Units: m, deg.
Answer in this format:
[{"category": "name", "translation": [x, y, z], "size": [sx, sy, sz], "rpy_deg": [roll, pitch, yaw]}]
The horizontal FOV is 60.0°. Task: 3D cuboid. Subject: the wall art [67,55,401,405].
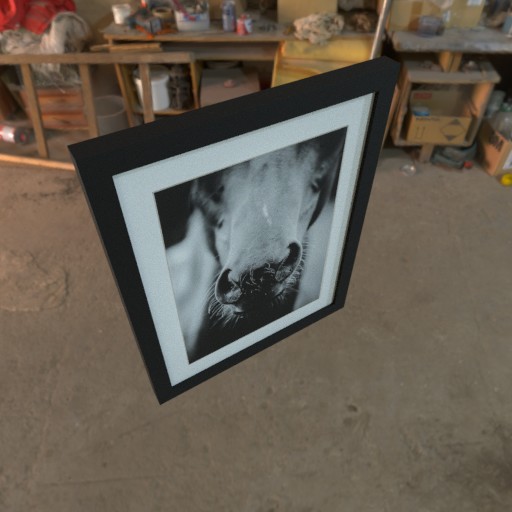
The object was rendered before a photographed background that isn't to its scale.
[{"category": "wall art", "translation": [0.000, 0.000, 0.541], "size": [0.329, 0.404, 0.024], "rpy_deg": [-24, 51, -21]}]
